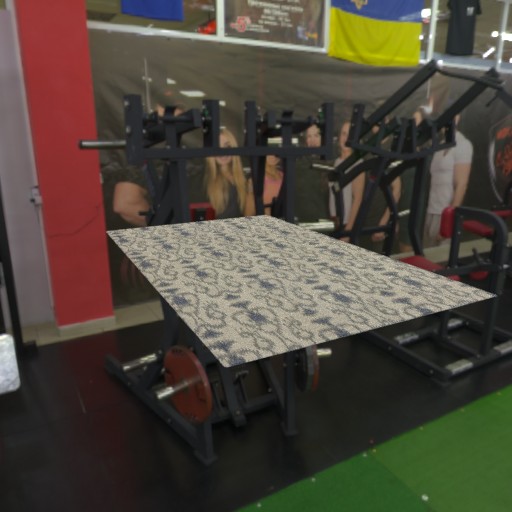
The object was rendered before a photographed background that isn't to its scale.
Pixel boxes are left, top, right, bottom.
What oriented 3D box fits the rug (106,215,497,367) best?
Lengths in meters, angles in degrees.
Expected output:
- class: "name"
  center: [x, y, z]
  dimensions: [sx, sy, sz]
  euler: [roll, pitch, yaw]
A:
- class: "rug"
  center: [0.000, 0.000, 2.015]
  dimensions: [1.035, 0.006, 1.652]
  euler: [-8, 18, -26]
